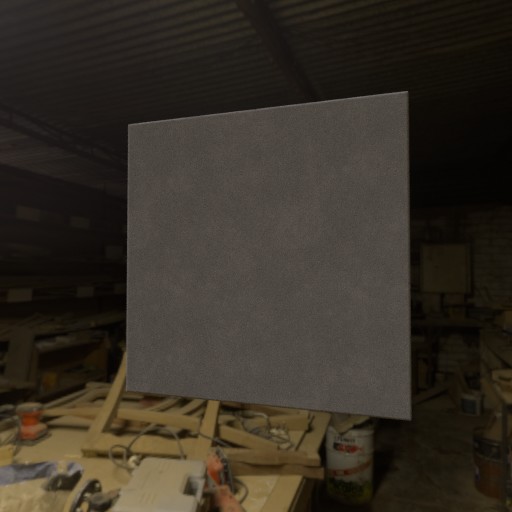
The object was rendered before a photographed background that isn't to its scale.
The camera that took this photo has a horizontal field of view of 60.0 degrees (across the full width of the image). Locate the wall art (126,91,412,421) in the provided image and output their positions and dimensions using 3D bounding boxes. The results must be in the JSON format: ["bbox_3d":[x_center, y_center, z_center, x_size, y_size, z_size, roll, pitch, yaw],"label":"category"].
[{"bbox_3d":[0.000,0.000,0.461,0.303,0.303,0.015,-1,-2,18],"label":"wall art"}]
